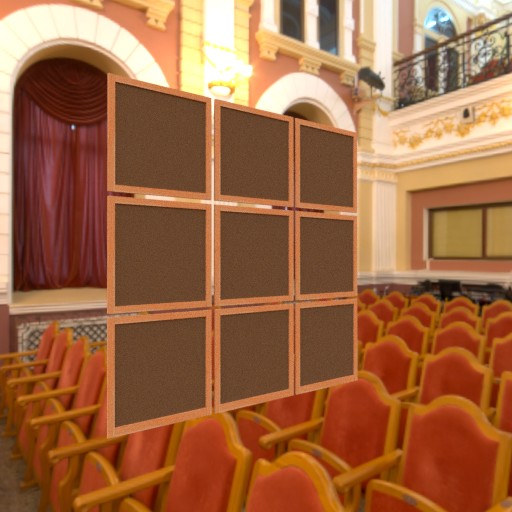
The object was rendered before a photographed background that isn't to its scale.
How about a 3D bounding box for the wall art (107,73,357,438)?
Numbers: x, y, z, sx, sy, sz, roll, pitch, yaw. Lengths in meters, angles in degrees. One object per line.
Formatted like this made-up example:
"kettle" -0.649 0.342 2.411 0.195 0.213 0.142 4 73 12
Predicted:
"wall art" 0.000 0.000 2.291 1.520 1.525 0.013 0 0 -35
